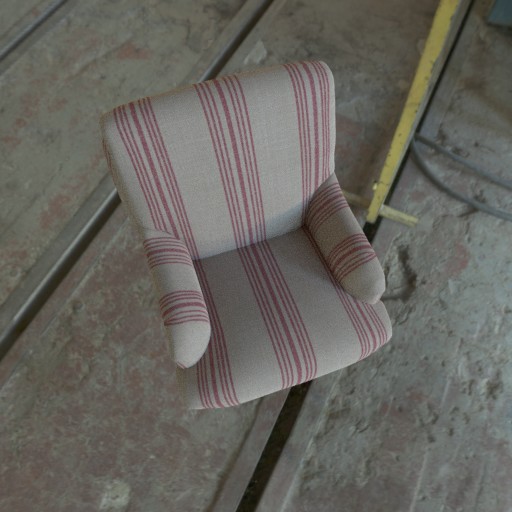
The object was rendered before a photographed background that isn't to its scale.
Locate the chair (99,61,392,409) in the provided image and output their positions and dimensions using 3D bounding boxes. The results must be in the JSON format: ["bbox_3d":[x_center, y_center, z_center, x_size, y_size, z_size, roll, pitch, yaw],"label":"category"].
[{"bbox_3d":[0.000,0.000,1.887,0.933,1.123,1.058,-17,64,-9],"label":"chair"}]
